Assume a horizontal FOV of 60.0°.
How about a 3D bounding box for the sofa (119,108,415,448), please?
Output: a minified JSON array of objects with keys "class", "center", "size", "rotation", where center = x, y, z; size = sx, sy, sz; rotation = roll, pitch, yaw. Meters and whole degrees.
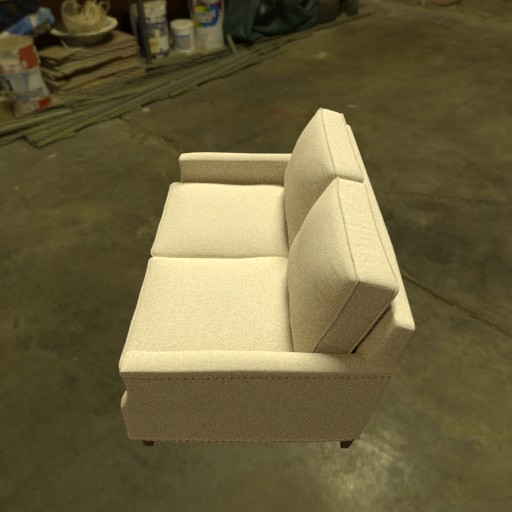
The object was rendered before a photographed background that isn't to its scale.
[{"class":"sofa","center":[0.000,0.000,2.232],"size":[1.084,1.003,1.597],"rotation":[0,42,1]}]
